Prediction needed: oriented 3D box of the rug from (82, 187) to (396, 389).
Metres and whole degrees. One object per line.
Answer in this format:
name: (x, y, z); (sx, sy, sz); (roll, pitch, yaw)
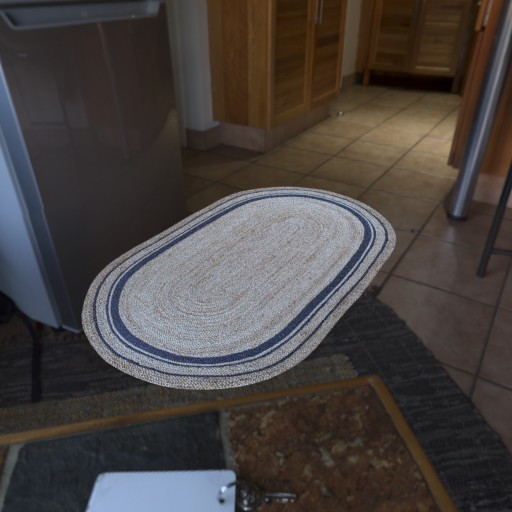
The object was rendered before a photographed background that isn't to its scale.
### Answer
rug: (0.000, 0.000, 3.015); (1.520, 0.006, 2.432); (21, 38, 29)
